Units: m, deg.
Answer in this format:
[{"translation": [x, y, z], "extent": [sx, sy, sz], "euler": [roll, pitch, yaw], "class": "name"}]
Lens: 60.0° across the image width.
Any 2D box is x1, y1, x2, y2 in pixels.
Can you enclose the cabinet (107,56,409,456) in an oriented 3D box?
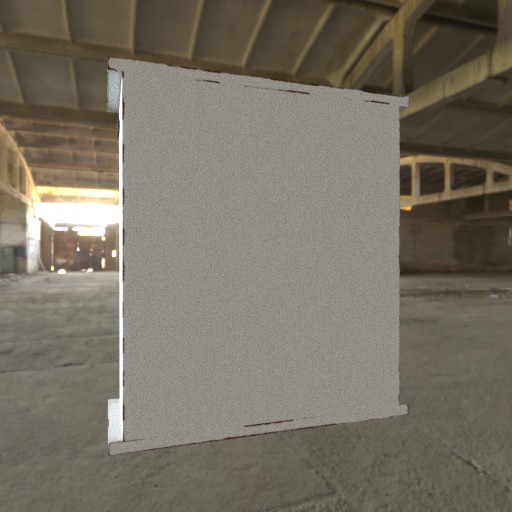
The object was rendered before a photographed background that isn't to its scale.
[{"translation": [0.000, 0.000, 0.853], "extent": [0.541, 0.603, 0.210], "euler": [0, 0, -18], "class": "cabinet"}]
